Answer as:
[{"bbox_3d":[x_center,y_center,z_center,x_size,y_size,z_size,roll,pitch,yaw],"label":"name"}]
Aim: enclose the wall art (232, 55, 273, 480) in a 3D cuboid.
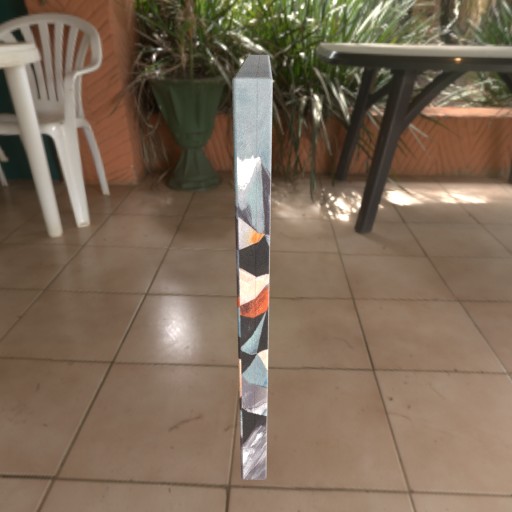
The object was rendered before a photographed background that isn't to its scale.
[{"bbox_3d":[0.000,0.000,1.138,0.061,0.911,0.609,0,27,1],"label":"wall art"}]
